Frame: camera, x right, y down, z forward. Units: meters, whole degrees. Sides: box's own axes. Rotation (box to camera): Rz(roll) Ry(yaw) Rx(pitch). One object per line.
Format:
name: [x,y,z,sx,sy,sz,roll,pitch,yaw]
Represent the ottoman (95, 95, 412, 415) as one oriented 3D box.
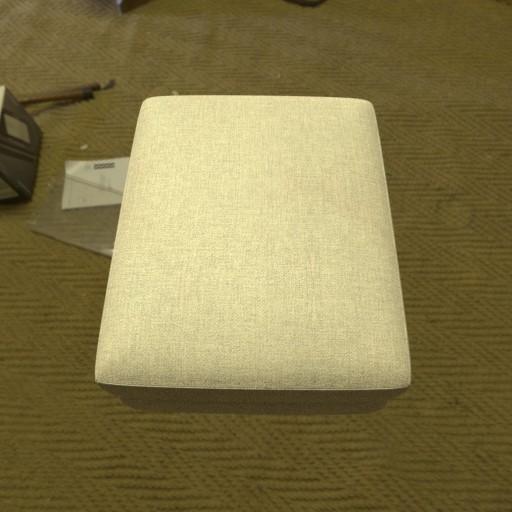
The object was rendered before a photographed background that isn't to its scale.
ottoman: [0.000,0.000,1.235,0.671,0.490,0.820,1,63,0]
